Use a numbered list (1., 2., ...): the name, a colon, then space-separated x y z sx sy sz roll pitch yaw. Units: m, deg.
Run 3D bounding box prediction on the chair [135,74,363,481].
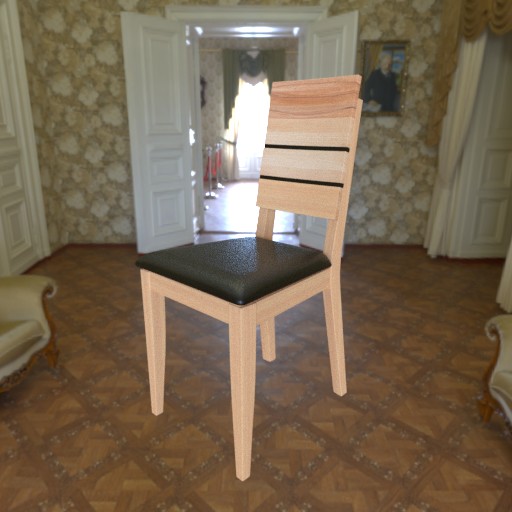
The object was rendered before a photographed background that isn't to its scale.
1. chair: 0.000 0.000 1.218 0.410 0.940 0.520 15 22 42
